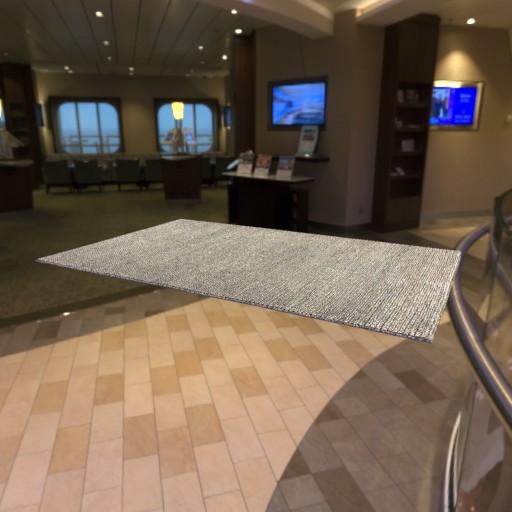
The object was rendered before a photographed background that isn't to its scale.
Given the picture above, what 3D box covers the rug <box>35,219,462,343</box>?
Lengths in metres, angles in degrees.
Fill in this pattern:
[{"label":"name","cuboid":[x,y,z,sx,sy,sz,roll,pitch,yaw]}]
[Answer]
[{"label":"rug","cuboid":[0.000,0.000,2.985,2.443,0.021,1.538,8,18,27]}]
